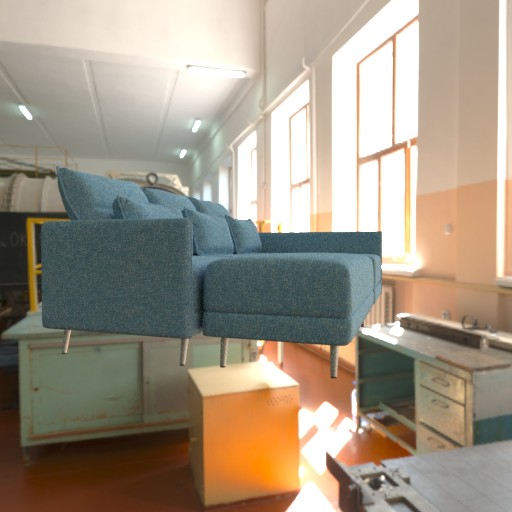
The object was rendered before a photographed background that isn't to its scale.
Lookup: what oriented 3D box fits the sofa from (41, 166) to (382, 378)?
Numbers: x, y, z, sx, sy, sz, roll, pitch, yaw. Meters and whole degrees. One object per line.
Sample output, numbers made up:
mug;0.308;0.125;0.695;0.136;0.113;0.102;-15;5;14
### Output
sofa;0.000;0.000;2.780;1.420;0.899;2.034;0;1;19
